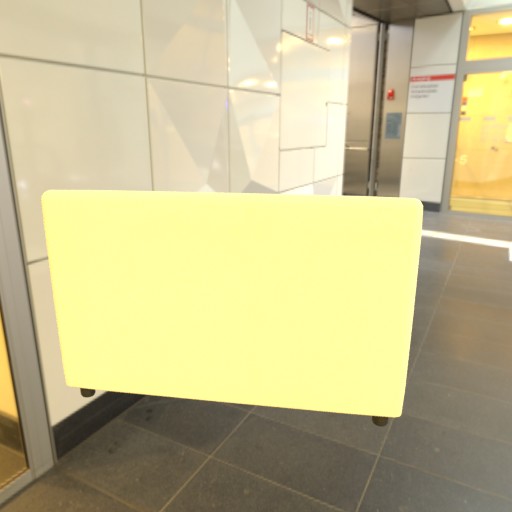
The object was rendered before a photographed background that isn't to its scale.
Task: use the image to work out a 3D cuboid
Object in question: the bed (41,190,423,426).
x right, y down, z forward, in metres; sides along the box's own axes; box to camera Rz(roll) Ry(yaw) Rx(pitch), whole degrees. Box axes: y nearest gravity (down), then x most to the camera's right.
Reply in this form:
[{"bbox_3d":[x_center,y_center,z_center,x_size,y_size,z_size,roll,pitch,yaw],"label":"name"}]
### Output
[{"bbox_3d":[0.000,0.000,3.556,2.119,1.317,2.341,3,16,9],"label":"bed"}]
